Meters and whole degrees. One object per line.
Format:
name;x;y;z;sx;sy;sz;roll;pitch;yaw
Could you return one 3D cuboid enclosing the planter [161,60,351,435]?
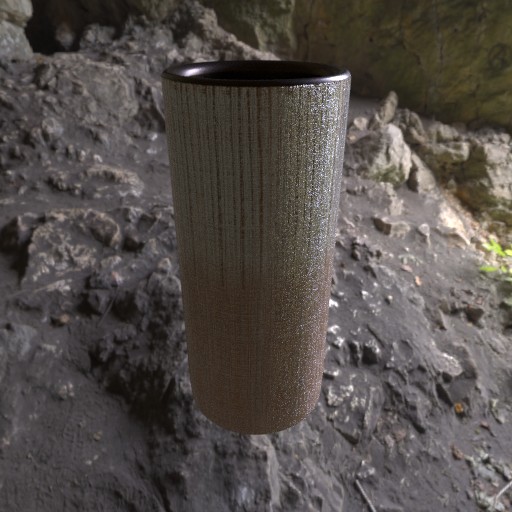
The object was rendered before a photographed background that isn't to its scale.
planter;0.000;0.000;0.290;0.100;0.227;0.100;9;30;17
